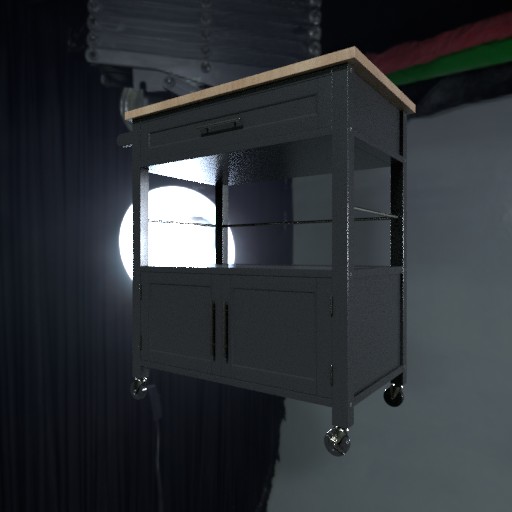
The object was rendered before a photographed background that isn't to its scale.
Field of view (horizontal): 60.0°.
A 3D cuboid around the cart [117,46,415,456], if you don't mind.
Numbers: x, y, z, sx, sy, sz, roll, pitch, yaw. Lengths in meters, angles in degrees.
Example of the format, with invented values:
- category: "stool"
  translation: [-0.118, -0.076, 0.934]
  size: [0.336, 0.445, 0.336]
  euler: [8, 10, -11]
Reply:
- category: "cart"
  translation: [0.000, 0.000, 1.377]
  size: [0.840, 0.901, 0.459]
  euler: [0, 0, 35]
